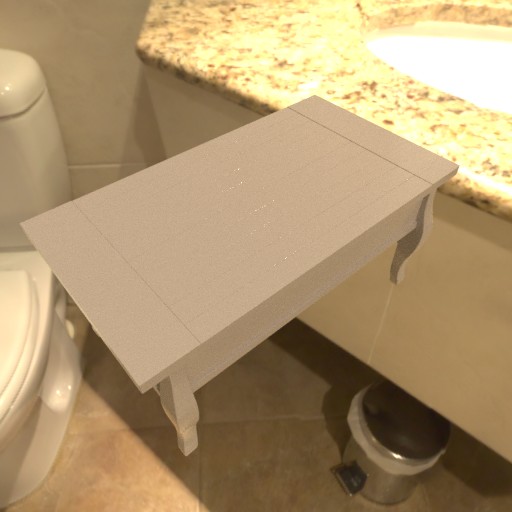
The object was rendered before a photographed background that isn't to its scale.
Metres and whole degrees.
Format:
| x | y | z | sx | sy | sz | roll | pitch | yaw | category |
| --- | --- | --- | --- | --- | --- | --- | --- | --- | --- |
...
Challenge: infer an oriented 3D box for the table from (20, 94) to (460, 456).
| x | y | z | sx | sy | sz | roll | pitch | yaw | category |
| --- | --- | --- | --- | --- | --- | --- | --- | --- | --- |
| 0.000 | 0.000 | 1.376 | 1.062 | 0.495 | 0.600 | -32 | 54 | -27 | table |
